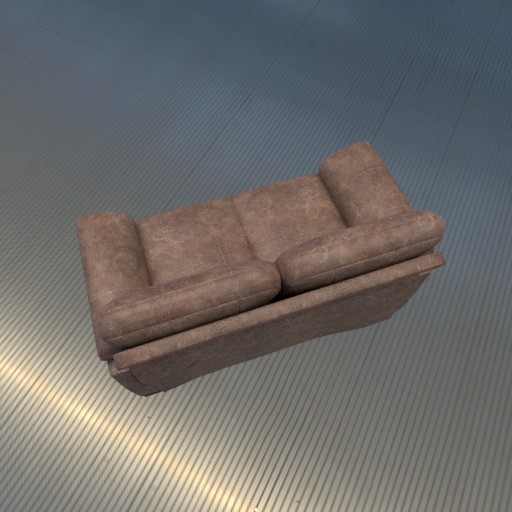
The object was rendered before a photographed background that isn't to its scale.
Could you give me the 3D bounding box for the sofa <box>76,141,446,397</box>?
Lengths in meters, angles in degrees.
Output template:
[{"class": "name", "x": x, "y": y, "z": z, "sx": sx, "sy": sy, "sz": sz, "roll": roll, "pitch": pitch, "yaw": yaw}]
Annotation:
[{"class": "sofa", "x": 0.000, "y": 0.000, "z": 2.399, "sx": 1.753, "sy": 0.991, "sz": 0.991, "roll": -17, "pitch": 62, "yaw": -9}]
